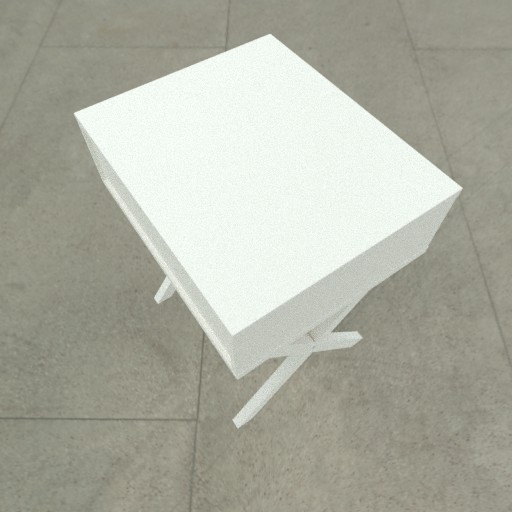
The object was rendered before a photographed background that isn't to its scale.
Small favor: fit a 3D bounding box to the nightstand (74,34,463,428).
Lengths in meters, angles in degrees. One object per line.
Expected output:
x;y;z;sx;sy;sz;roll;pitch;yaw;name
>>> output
0.000;0.000;0.950;0.402;0.623;0.479;-30;62;-18;nightstand
